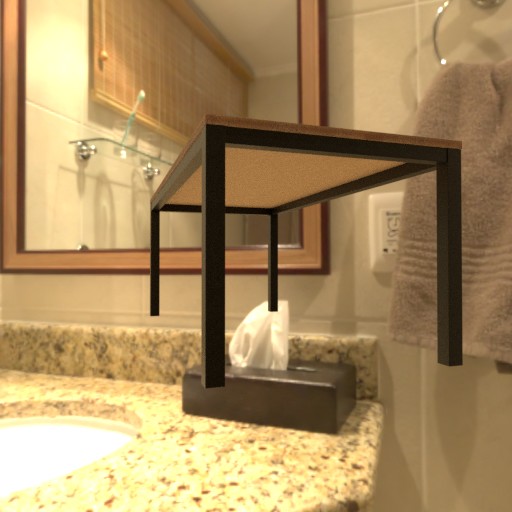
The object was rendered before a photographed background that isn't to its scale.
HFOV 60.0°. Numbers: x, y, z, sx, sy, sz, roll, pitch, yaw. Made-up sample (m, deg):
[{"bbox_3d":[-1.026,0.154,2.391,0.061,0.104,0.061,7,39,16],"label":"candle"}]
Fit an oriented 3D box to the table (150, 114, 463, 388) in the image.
[{"bbox_3d":[0.000,0.000,2.232,0.893,0.767,1.805,0,-1,-18],"label":"table"}]
